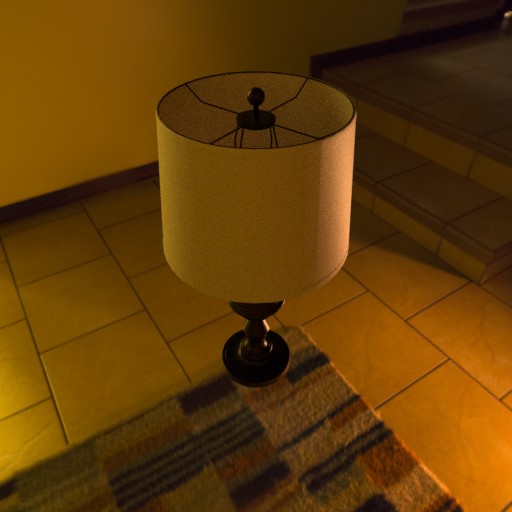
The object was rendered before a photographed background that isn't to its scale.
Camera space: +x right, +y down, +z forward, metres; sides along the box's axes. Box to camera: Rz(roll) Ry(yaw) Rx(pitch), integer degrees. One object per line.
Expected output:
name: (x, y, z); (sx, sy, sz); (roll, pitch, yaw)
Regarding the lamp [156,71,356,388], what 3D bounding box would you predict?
lamp: (0.000, 0.000, 0.963); (0.383, 0.726, 0.383); (0, 40, 0)
